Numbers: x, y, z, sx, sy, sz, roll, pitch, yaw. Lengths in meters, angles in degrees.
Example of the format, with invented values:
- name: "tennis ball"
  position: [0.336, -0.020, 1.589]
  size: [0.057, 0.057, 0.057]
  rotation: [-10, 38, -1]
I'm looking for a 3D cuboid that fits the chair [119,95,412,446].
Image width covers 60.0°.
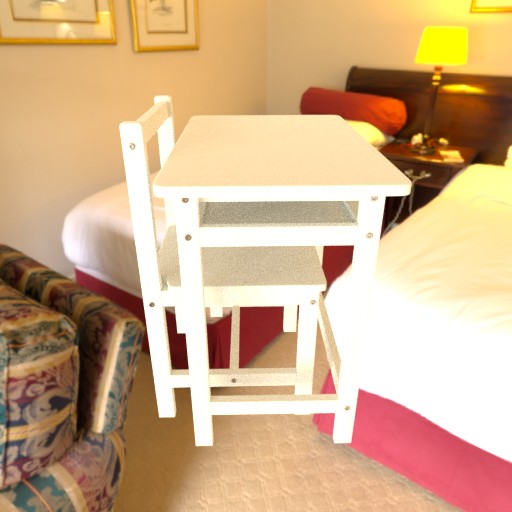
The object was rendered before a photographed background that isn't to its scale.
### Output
- name: "chair"
  position: [0.000, 0.000, 1.042]
  size: [0.461, 0.673, 0.599]
  rotation: [-1, 27, -1]
